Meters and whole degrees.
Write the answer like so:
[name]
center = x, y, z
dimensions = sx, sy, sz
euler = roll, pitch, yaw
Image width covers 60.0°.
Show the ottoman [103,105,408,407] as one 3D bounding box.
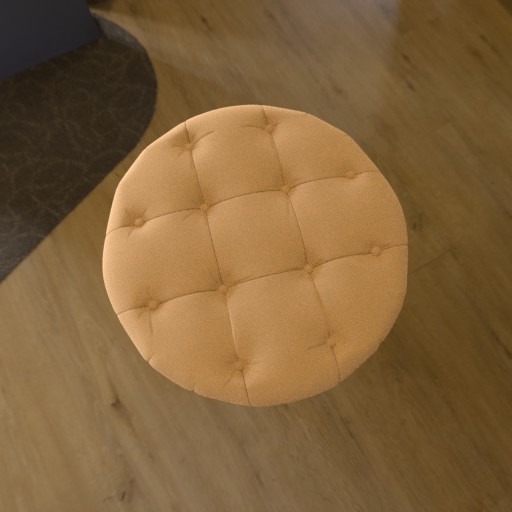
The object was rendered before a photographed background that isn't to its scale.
[ottoman]
center = 0.000, 0.000, 1.420
dimensions = 0.901, 0.439, 0.901
euler = 0, 74, 0
